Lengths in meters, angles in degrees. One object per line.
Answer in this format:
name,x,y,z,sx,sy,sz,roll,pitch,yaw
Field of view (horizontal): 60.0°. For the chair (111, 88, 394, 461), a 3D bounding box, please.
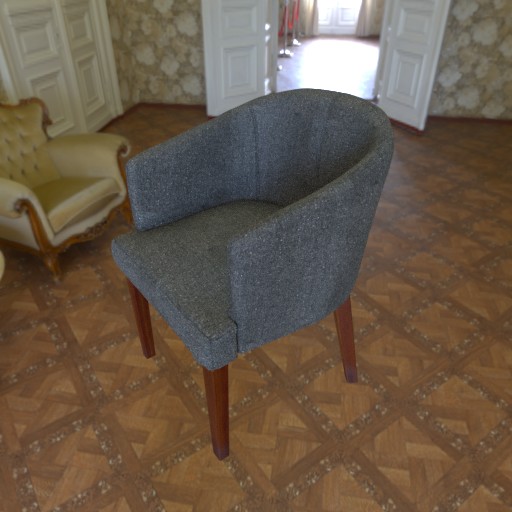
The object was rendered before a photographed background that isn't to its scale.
chair,0.000,0.000,1.259,0.655,0.811,0.583,-22,39,-30
